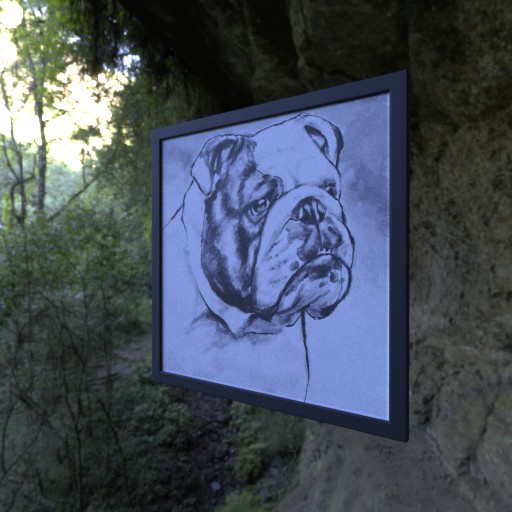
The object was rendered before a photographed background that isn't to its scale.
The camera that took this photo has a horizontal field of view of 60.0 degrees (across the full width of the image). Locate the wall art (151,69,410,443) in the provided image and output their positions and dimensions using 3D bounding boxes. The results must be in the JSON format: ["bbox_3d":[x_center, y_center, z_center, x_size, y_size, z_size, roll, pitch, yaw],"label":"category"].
[{"bbox_3d":[0.000,0.000,0.829,0.562,0.558,0.012,0,0,35],"label":"wall art"}]
